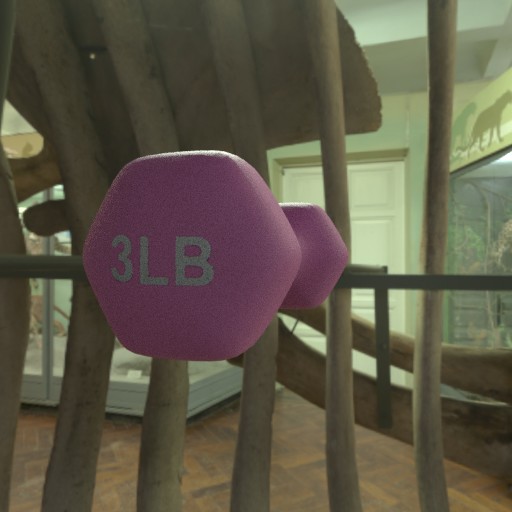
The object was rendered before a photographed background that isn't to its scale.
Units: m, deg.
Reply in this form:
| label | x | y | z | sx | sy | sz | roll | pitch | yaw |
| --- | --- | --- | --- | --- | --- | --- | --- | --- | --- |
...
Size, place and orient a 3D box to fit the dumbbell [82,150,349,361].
| label | x | y | z | sx | sy | sz | roll | pitch | yaw |
| --- | --- | --- | --- | --- | --- | --- | --- | --- | --- |
| dumbbell | 0.000 | 0.000 | 0.187 | 0.064 | 0.058 | 0.159 | 0 | 0 | 18 |
